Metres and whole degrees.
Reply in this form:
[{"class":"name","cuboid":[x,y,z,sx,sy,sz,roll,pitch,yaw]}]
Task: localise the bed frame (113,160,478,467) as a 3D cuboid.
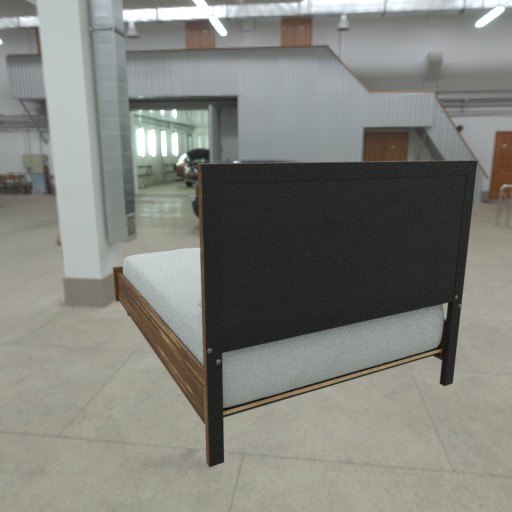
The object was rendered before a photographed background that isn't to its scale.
[{"class":"bed frame","cuboid":[0.000,0.000,3.310,1.696,1.417,2.276,-7,15,-27]}]
